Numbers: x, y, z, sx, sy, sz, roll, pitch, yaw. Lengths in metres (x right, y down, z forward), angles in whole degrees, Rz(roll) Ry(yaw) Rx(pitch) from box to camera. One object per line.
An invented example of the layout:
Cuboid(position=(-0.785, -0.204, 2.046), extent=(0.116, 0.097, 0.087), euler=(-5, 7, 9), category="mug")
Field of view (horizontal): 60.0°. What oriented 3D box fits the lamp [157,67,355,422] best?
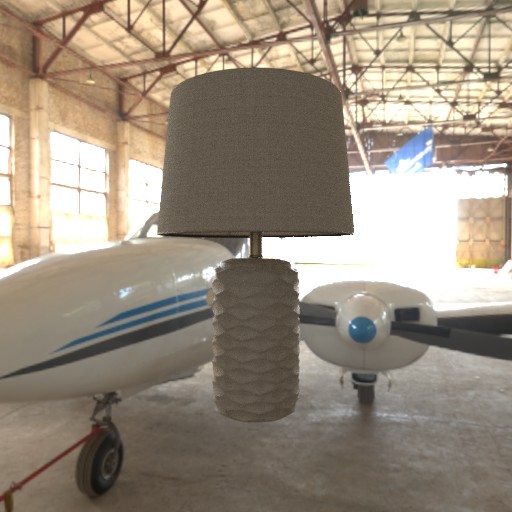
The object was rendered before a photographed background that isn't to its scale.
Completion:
Cuboid(position=(0.000, 0.000, 0.858), extent=(0.376, 0.594, 0.376), euler=(0, 1, 0), category="lamp")
